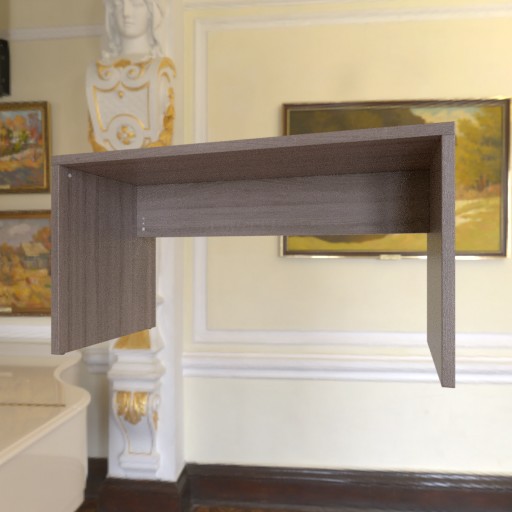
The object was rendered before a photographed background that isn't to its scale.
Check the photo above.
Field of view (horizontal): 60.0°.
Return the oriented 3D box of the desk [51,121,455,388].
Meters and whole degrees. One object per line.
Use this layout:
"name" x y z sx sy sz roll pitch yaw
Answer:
"desk" 0.000 0.000 1.765 1.380 0.745 0.690 0 0 18
